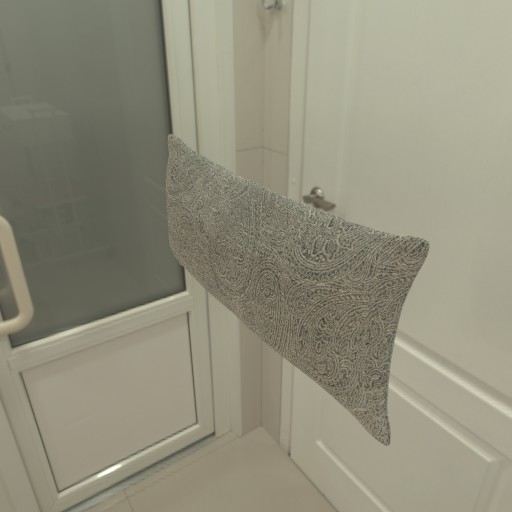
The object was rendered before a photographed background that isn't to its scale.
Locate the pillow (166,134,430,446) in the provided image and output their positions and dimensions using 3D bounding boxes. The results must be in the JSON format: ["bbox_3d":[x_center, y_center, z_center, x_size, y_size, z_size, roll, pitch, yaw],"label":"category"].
[{"bbox_3d":[0.000,0.000,0.734,0.151,0.295,0.615,-17,32,-30],"label":"pillow"}]
